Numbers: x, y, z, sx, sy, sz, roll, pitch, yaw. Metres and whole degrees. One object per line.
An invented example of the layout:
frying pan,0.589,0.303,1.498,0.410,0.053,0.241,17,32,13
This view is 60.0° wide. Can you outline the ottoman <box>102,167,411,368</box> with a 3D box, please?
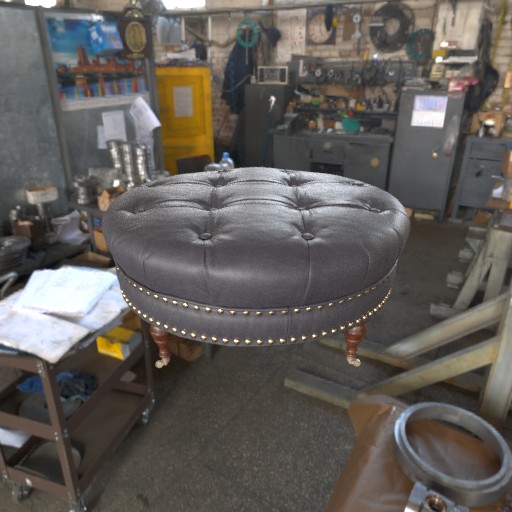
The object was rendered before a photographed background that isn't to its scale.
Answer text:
ottoman,0.000,0.000,1.414,0.901,0.439,0.901,0,24,0
